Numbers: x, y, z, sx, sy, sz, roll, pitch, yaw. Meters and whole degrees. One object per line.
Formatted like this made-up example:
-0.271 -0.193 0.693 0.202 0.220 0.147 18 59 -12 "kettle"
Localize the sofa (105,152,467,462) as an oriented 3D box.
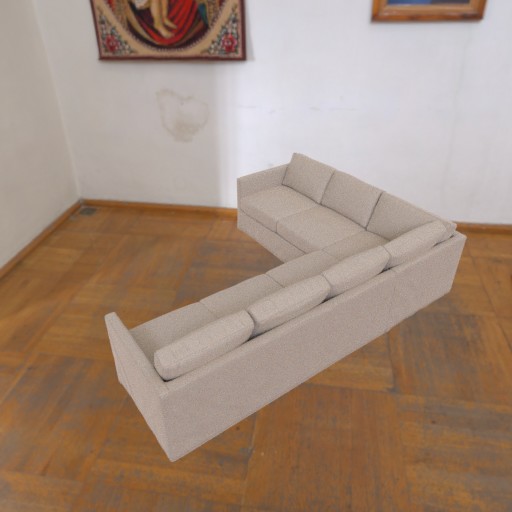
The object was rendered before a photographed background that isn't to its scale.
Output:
0.000 0.000 4.332 3.182 0.871 2.432 -22 39 -29 "sofa"
